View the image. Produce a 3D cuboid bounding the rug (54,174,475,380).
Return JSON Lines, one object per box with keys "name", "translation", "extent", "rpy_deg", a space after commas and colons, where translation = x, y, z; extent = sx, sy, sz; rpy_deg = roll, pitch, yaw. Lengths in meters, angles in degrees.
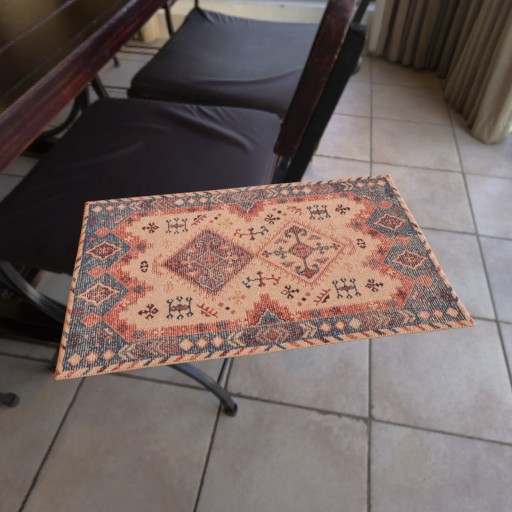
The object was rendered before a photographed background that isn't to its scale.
{"name": "rug", "translation": [0.000, 0.000, 3.065], "extent": [2.464, 0.023, 1.521], "rpy_deg": [-6, 47, -6]}
